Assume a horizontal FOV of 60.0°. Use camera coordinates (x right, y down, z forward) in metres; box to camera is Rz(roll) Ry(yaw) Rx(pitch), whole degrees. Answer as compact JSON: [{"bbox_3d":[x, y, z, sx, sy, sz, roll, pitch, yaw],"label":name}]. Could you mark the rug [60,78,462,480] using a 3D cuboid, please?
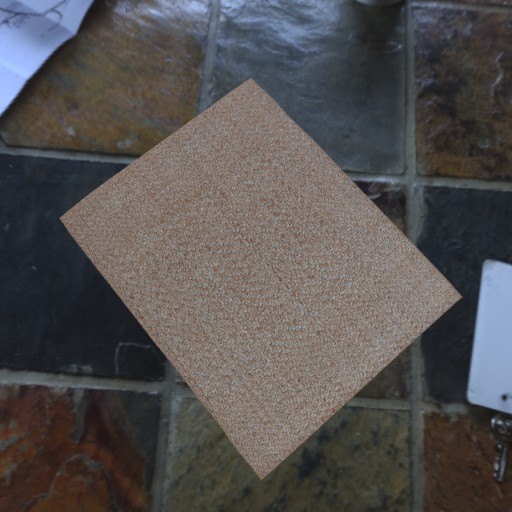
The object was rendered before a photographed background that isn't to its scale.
[{"bbox_3d":[0.000,0.000,4.178,2.439,0.013,3.048,-39,79,-9],"label":"rug"}]
